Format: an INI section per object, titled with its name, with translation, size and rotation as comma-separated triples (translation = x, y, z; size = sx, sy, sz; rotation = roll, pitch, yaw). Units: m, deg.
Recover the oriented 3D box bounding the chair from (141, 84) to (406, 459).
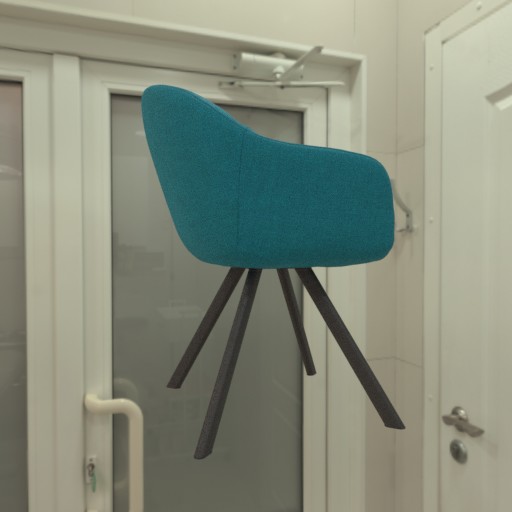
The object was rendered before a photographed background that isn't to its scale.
[chair]
translation = 0.000, 0.000, 1.134
size = 0.565, 0.775, 0.545
rotation = 0, 1, -18
